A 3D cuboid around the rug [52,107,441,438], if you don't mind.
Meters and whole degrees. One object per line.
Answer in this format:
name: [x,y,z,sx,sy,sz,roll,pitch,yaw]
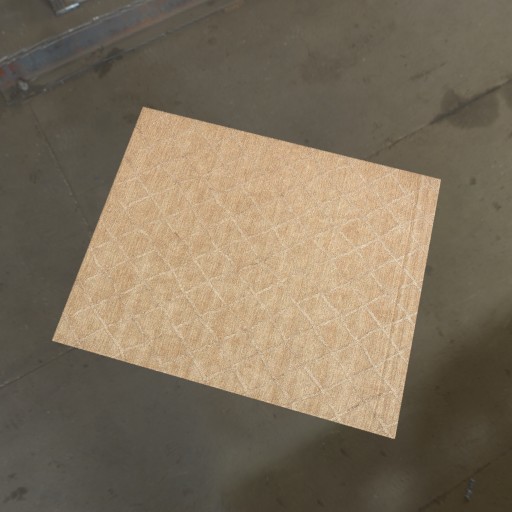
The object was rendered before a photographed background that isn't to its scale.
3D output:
rug: [0.000,0.000,4.080,3.039,0.019,2.420,15,75,4]
